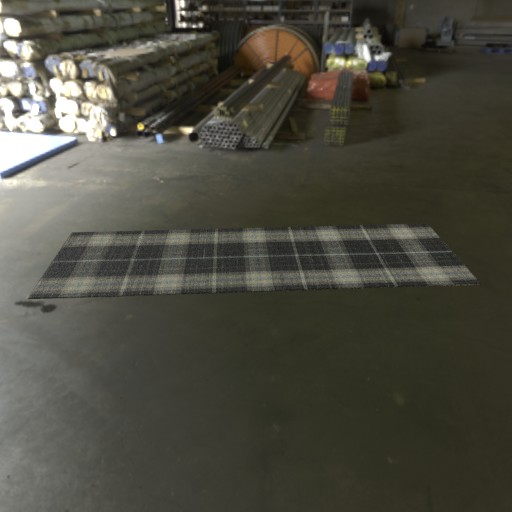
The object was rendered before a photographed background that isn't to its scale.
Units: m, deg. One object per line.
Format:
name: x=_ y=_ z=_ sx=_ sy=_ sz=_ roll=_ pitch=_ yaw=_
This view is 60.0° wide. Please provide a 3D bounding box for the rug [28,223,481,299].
rug: x=0.000 y=0.000 z=2.694 sx=2.434 sy=0.012 sz=0.760 roll=-2 pitch=30 yaw=-3
